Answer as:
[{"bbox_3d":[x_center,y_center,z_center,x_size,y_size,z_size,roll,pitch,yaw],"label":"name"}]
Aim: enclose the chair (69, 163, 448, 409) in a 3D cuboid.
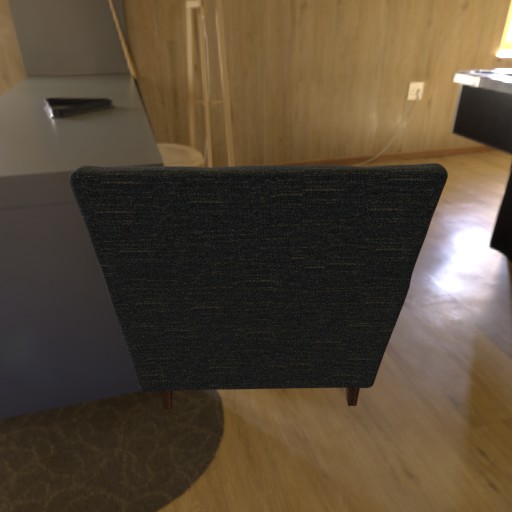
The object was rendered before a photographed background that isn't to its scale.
[{"bbox_3d":[0.000,0.000,1.591,0.864,0.928,0.873,-1,29,-1],"label":"chair"}]
